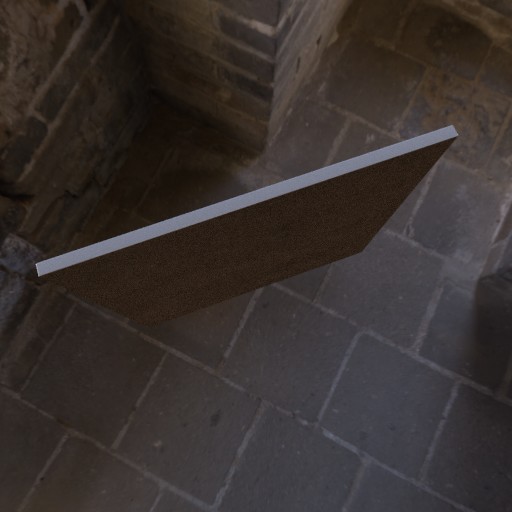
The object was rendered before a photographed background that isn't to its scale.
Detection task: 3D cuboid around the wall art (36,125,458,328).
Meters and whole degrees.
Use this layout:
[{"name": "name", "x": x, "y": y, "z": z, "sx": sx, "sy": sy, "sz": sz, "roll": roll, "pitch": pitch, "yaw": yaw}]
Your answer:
[{"name": "wall art", "x": 0.000, "y": 0.000, "z": 0.981, "sx": 0.664, "sy": 0.661, "sz": 0.020, "roll": -19, "pitch": 75, "yaw": -5}]
